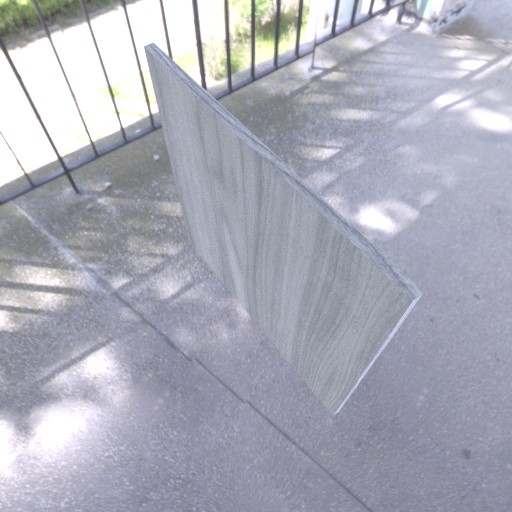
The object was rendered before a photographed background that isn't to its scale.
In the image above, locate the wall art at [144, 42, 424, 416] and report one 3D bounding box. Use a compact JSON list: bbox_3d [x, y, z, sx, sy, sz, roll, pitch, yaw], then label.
[{"bbox_3d":[0.000,0.000,0.744,0.016,0.507,0.508,-33,64,-19],"label":"wall art"}]
